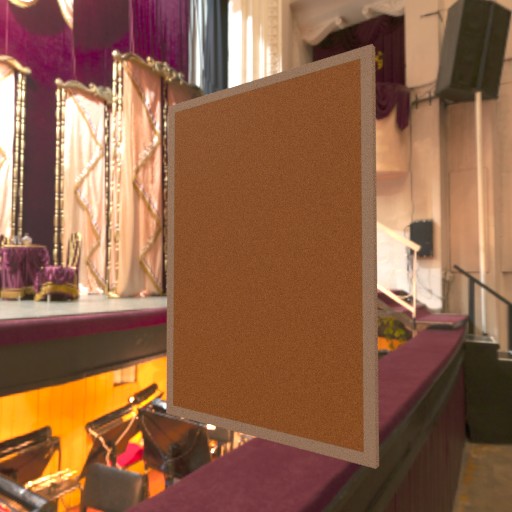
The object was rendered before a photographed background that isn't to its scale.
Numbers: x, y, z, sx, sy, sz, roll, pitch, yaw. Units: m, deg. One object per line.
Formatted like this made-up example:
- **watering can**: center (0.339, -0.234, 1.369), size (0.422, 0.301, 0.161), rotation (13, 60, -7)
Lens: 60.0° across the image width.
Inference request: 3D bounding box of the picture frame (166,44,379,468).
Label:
- **picture frame**: center (0.000, 0.000, 0.823), size (0.457, 0.657, 0.013), rotation (-1, -2, 35)
